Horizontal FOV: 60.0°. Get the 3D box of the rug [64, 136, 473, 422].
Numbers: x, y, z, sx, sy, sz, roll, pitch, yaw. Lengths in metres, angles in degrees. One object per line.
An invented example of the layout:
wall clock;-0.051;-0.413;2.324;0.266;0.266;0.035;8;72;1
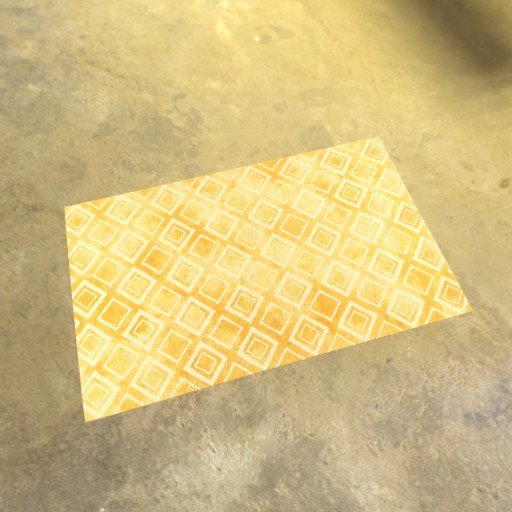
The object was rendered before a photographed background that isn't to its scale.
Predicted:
rug;0.000;0.000;2.975;2.424;0.010;1.511;-14;63;-7
